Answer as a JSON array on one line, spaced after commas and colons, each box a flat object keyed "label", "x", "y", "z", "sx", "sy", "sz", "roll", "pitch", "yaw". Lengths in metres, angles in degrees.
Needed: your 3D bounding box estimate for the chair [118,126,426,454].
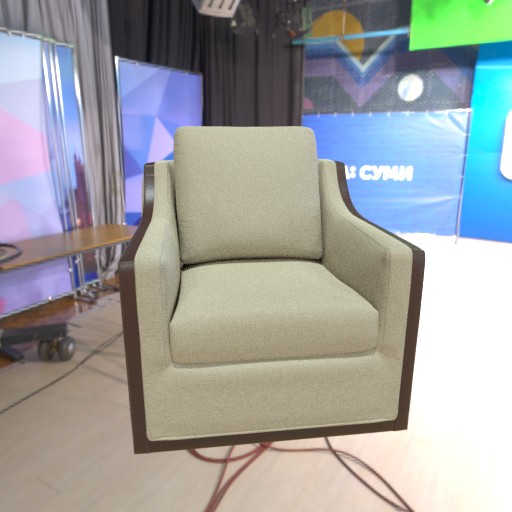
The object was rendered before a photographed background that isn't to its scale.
[{"label": "chair", "x": 0.000, "y": 0.000, "z": 1.649, "sx": 0.870, "sy": 0.930, "sz": 0.950, "roll": -2, "pitch": 16, "yaw": -7}]
